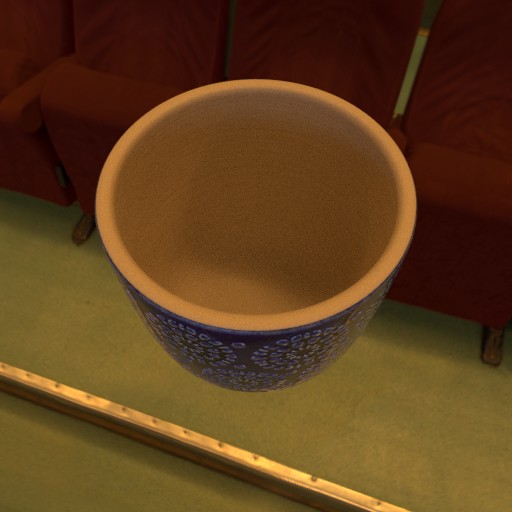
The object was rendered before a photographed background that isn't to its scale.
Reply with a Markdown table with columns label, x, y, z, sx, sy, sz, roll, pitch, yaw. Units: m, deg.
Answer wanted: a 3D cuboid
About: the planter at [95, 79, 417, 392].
| label | x | y | z | sx | sy | sz | roll | pitch | yaw |
| --- | --- | --- | --- | --- | --- | --- | --- | --- | --- |
| planter | 0.000 | 0.000 | 0.290 | 0.165 | 0.149 | 0.165 | 0 | 59 | 0 |
